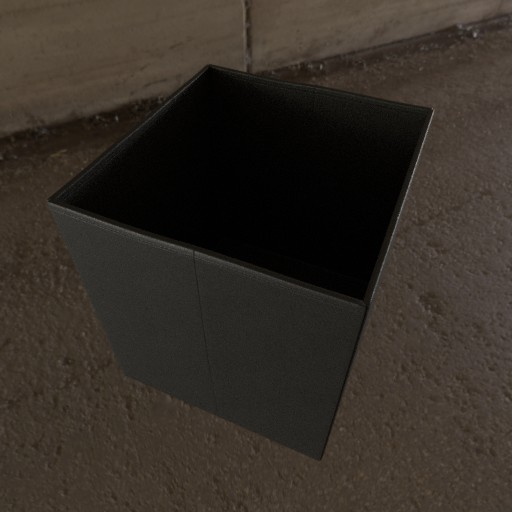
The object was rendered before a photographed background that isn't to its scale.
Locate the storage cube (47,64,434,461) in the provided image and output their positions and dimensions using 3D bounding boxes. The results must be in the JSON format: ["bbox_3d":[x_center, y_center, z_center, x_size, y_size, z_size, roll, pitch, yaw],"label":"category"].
[{"bbox_3d":[0.000,0.000,0.490,0.270,0.280,0.270,18,49,16],"label":"storage cube"}]
